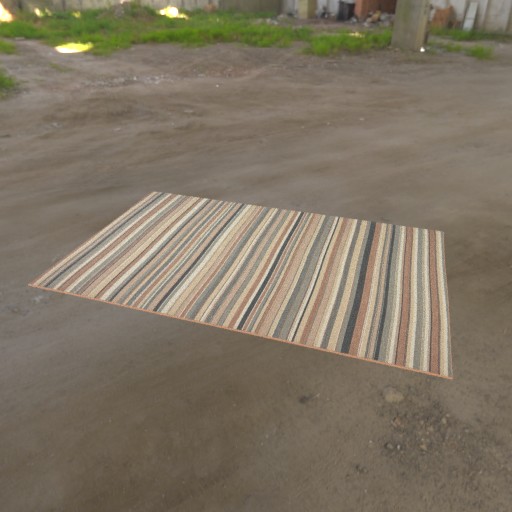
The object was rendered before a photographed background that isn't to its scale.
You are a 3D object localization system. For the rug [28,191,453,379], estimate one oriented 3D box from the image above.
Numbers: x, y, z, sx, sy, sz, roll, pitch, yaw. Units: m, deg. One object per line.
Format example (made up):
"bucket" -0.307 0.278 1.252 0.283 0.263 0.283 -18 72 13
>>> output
"rug" 0.000 0.000 3.007 2.438 0.014 1.523 10 33 16
